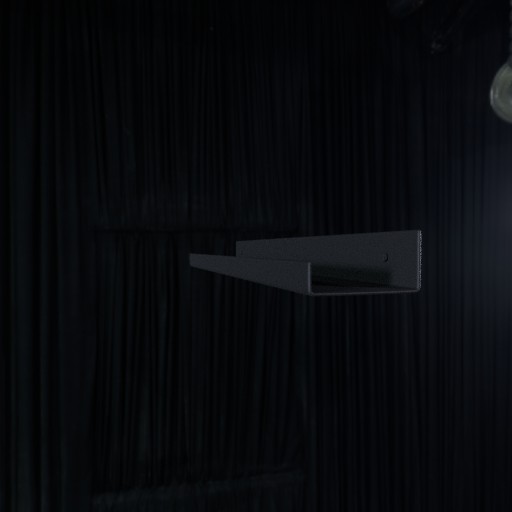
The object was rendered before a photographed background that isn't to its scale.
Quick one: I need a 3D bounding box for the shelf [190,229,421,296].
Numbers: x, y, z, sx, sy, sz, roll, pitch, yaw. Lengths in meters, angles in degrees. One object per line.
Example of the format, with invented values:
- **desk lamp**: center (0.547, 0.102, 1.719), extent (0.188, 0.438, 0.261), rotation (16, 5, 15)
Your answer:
- **shelf**: center (0.000, 0.000, 0.642), extent (0.102, 0.053, 0.605), rotation (0, 1, -17)
